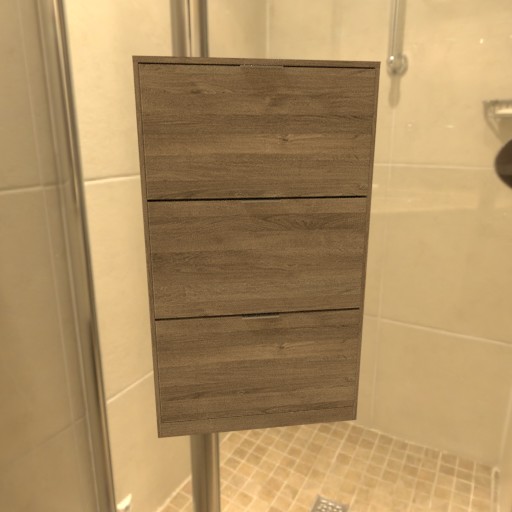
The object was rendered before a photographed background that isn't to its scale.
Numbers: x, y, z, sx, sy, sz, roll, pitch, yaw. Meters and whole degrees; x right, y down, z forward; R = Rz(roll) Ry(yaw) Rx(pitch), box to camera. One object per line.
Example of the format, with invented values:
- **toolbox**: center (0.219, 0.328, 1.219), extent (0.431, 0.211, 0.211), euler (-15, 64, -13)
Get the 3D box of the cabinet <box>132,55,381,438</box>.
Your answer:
- **cabinet**: center (0.000, 0.000, 1.596), extent (0.750, 1.280, 0.250), euler (-2, 15, -8)
